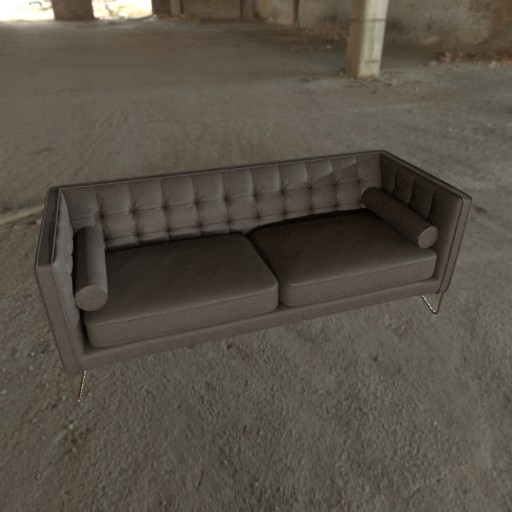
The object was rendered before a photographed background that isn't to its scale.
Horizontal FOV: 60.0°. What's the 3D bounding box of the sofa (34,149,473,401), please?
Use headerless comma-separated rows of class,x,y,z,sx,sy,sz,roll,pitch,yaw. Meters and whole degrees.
sofa,0.000,0.000,2.491,2.087,0.789,0.867,-10,32,-16
